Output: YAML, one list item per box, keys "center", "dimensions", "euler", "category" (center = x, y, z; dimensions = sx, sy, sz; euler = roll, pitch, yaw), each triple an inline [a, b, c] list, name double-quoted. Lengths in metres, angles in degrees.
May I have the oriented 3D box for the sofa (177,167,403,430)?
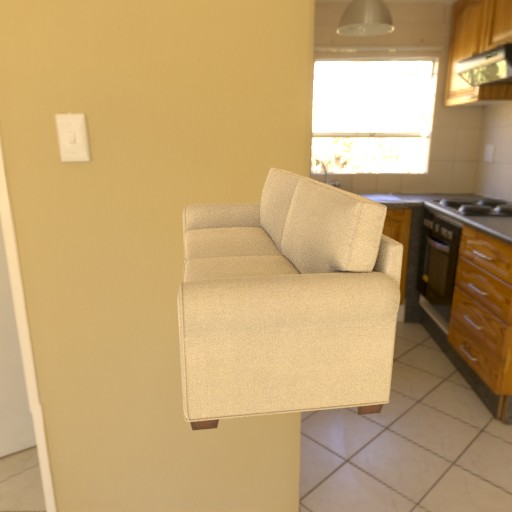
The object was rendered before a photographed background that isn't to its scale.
- center: [0.000, 0.000, 2.719]
  dimensions: [0.901, 0.962, 2.146]
  euler: [-2, 15, -8]
  category: "sofa"
